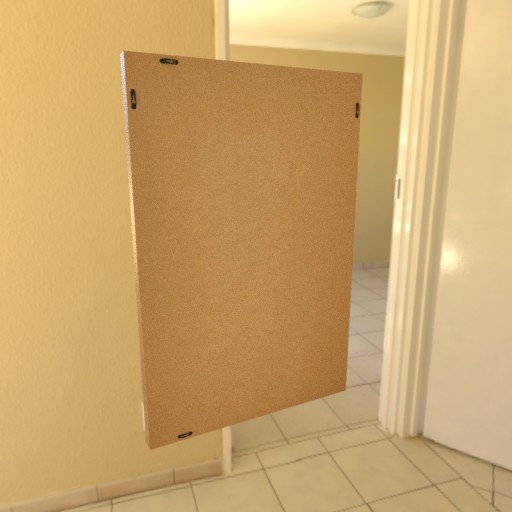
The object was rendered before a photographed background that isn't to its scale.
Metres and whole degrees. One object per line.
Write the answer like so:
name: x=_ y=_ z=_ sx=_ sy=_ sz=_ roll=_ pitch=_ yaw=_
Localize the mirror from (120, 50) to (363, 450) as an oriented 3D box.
mirror: x=0.000 y=0.000 z=1.138 sx=0.609 sy=0.915 sz=0.040 roll=-7 pitch=15 yaw=-27
